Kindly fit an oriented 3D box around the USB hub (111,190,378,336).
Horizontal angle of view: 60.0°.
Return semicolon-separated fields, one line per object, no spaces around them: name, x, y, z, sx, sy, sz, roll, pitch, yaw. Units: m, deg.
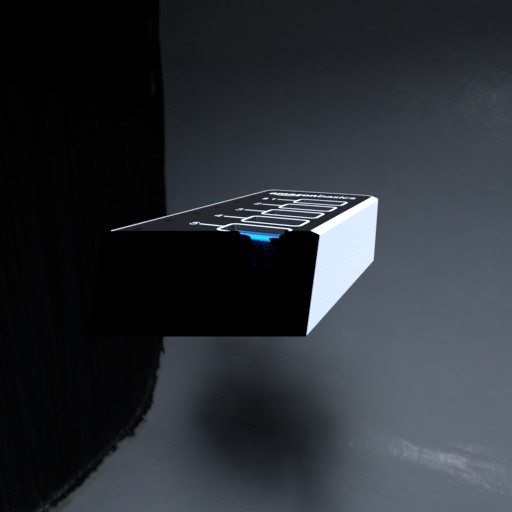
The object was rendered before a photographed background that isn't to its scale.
USB hub;0.000;0.000;0.123;0.044;0.023;0.110;8;17;26
